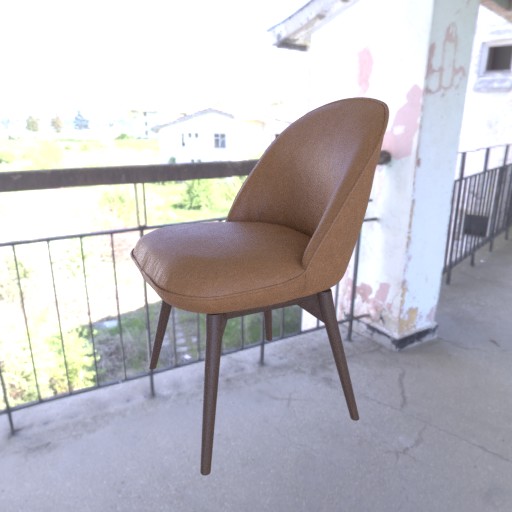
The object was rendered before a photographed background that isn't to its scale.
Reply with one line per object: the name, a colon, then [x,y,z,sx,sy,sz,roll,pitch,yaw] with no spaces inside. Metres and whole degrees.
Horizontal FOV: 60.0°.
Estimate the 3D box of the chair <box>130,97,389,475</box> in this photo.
chair: [0.000,0.000,1.216,0.631,0.831,0.521,-8,19,-25]
